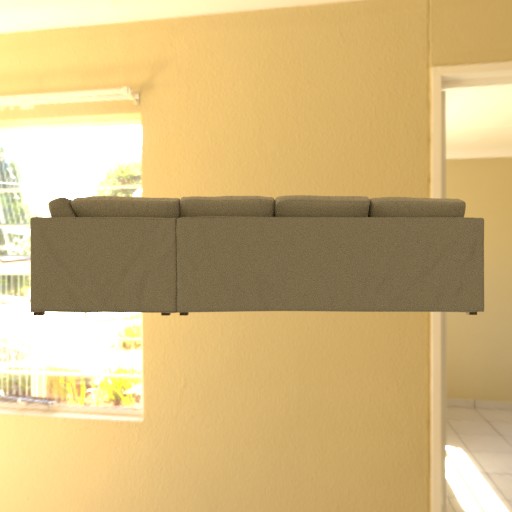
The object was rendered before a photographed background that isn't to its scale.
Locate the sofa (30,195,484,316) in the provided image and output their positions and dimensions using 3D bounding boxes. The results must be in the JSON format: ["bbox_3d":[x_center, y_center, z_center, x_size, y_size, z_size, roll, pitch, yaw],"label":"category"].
[{"bbox_3d":[0.000,0.000,4.279,3.182,0.871,2.432,0,-1,-1],"label":"sofa"}]
